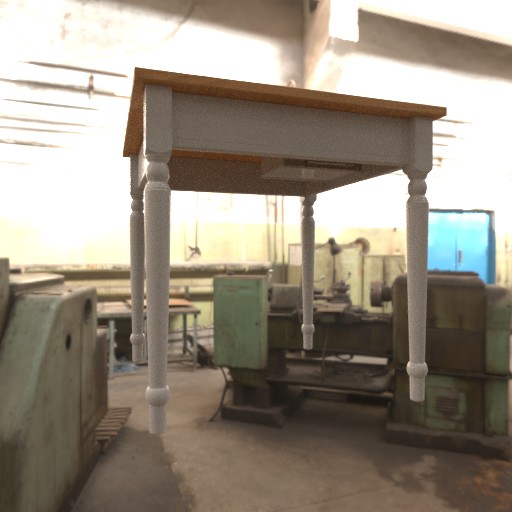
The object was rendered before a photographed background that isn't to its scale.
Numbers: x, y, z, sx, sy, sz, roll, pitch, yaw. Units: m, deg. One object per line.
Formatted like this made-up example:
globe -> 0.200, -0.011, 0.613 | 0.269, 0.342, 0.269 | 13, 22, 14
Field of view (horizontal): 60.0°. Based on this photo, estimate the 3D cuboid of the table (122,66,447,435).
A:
table -> 0.000, 0.000, 1.332 | 0.747, 0.738, 0.747 | 0, 0, -19
